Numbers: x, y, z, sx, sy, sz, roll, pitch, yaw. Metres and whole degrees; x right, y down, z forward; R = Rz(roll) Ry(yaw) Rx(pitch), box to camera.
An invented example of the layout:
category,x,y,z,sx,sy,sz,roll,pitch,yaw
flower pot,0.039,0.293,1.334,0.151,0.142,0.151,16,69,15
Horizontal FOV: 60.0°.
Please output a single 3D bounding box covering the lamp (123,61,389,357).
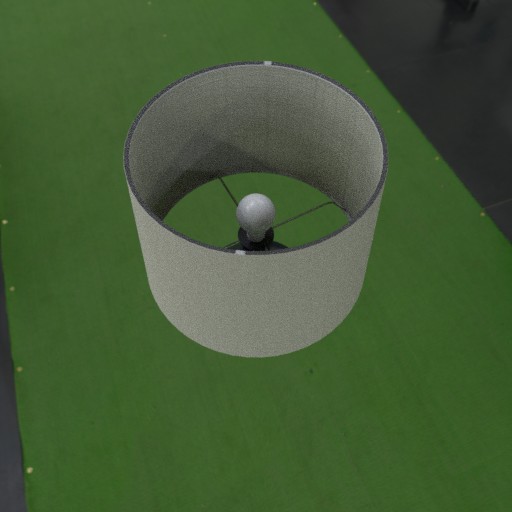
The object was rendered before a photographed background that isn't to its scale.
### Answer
category,x,y,z,sx,sy,sz,roll,pitch,yaw
lamp,0.000,0.000,0.779,0.376,0.540,0.376,0,59,0
